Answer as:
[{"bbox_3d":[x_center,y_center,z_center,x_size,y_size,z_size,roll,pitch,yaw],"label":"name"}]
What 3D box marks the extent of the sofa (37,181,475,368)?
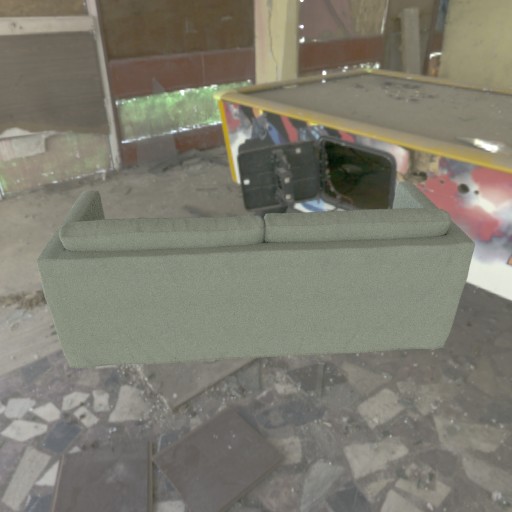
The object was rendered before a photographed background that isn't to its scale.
[{"bbox_3d":[0.000,0.000,2.822,2.312,0.853,0.962,-2,31,-4],"label":"sofa"}]
